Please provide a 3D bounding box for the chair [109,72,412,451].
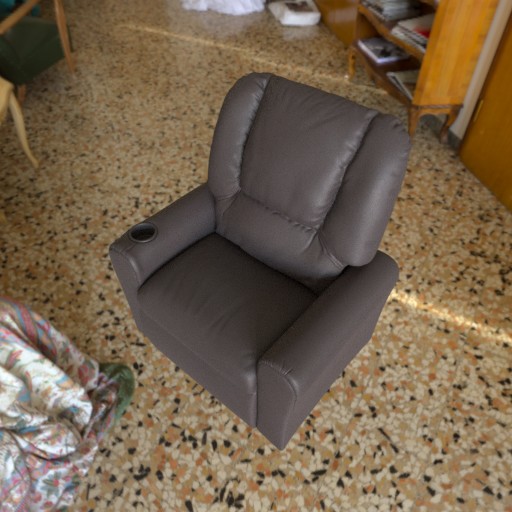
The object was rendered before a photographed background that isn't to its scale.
[{"bbox_3d":[0.000,0.000,1.111,0.610,0.709,0.521,31,54,26],"label":"chair"}]
